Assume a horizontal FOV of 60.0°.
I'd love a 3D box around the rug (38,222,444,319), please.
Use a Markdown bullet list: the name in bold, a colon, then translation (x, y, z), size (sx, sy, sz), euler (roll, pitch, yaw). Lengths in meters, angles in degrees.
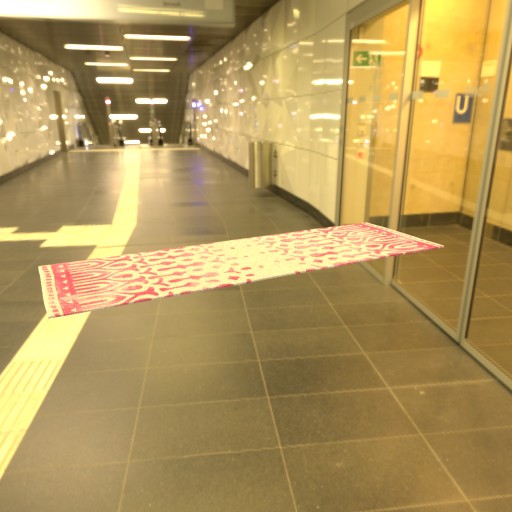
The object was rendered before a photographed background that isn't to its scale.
- **rug**: translation (0.000, 0.000, 2.789), size (2.458, 0.011, 0.787), euler (-9, 20, -25)
